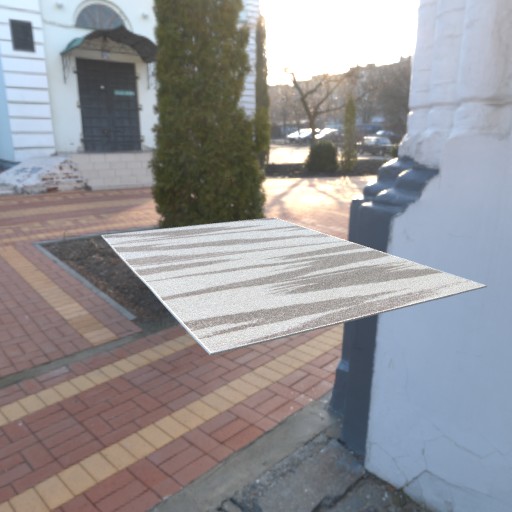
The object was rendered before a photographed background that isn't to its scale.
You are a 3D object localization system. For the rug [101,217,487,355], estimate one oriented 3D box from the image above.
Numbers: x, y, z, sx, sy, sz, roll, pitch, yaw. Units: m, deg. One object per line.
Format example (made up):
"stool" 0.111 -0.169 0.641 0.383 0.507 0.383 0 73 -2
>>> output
"rug" 0.000 0.000 2.814 1.533 0.010 2.142 -8 18 -27
